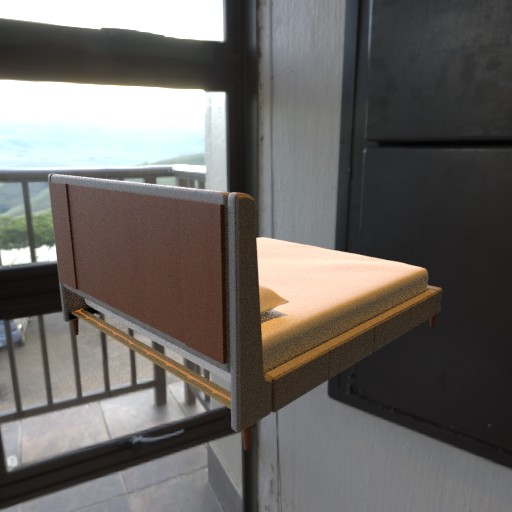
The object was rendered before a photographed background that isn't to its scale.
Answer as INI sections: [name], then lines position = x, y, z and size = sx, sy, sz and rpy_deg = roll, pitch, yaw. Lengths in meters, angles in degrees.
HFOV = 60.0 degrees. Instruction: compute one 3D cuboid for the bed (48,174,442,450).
[bed]
position = 0.000, 0.000, 3.501
size = 2.062, 1.289, 2.342
rpy_deg = 13, 19, 43
